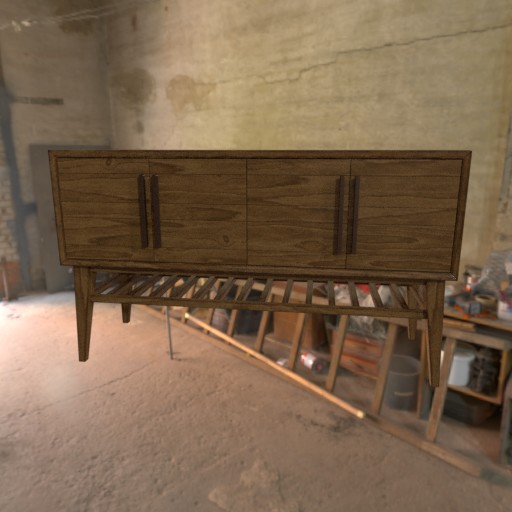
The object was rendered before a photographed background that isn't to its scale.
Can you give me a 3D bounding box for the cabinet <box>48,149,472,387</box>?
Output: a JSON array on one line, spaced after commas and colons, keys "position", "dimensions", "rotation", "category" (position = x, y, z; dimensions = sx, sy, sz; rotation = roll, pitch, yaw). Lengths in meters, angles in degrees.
[{"position": [0.000, 0.000, 1.723], "dimensions": [1.363, 0.802, 0.477], "rotation": [2, 14, 8], "category": "cabinet"}]
